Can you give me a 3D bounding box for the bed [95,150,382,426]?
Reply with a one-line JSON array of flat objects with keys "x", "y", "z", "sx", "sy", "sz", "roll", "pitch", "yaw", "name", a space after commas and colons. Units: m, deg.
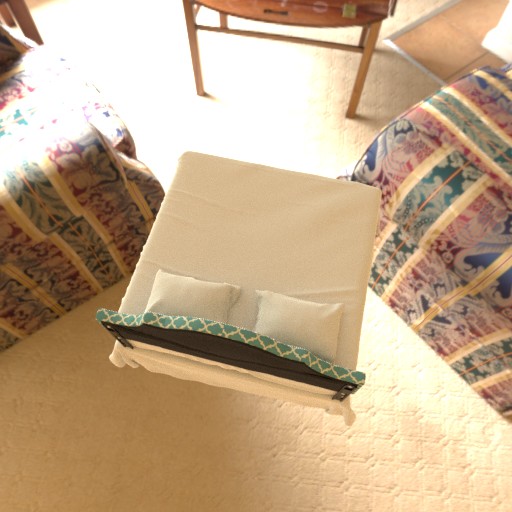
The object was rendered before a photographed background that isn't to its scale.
[{"x": 0.000, "y": 0.000, "z": 3.905, "sx": 2.314, "sy": 1.601, "sz": 2.222, "roll": 12, "pitch": 64, "yaw": 6, "name": "bed"}]
